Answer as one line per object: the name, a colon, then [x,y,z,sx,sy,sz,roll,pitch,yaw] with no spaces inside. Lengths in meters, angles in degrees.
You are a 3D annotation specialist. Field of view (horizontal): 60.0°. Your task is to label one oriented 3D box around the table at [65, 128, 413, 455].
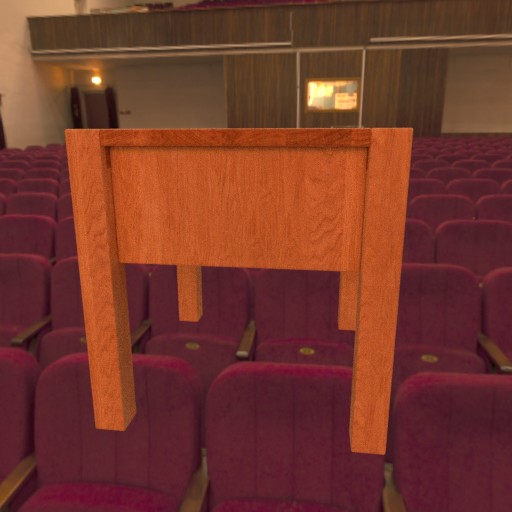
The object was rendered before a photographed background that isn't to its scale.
table: [0.000,0.000,0.835,0.440,0.450,0.480,2,15,8]
